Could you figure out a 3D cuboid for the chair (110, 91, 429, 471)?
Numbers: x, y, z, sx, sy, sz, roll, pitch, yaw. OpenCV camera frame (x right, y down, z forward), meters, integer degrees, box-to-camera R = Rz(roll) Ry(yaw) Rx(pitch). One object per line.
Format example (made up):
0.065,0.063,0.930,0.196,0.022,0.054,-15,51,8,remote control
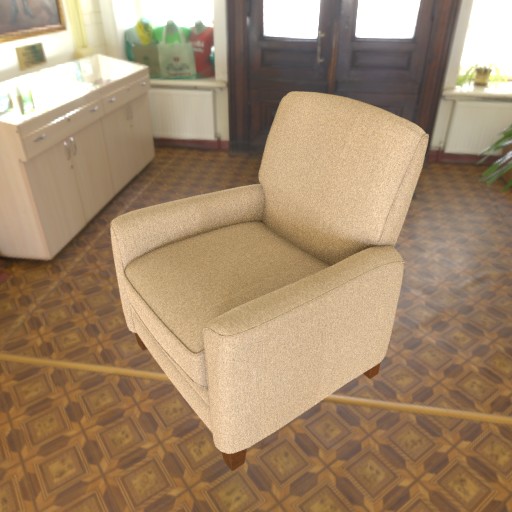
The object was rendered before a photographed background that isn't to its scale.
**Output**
0.000,0.000,1.622,0.864,1.014,0.848,-21,37,-30,chair
